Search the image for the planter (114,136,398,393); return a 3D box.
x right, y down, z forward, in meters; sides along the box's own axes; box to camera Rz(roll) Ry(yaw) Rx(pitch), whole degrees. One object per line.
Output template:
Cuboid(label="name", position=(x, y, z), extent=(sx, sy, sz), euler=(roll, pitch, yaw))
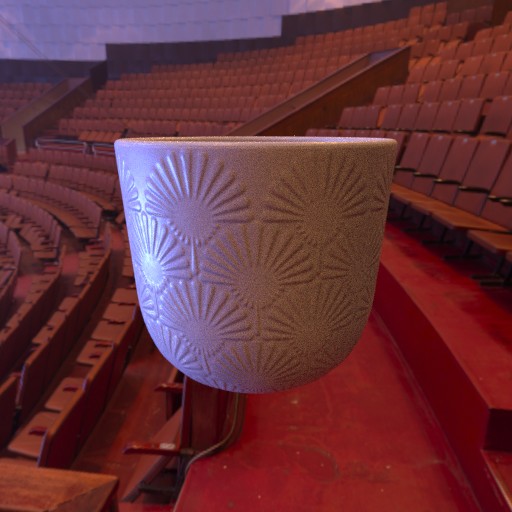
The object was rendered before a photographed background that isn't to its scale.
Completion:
Cuboid(label="planter", position=(0.000, 0.000, 0.297), extent=(0.170, 0.152, 0.170), euler=(0, 16, 0))
